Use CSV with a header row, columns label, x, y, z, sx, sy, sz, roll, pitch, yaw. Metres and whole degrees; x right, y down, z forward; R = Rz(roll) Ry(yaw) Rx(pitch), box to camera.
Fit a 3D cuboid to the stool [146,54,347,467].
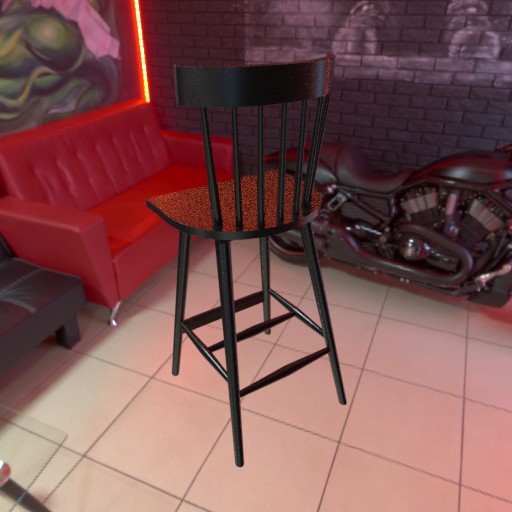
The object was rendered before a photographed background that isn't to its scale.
label,x,y,z,sx,sy,sz,roll,pitch,yaw
stool,0.000,0.000,1.335,0.482,1.092,0.483,-18,34,-29
